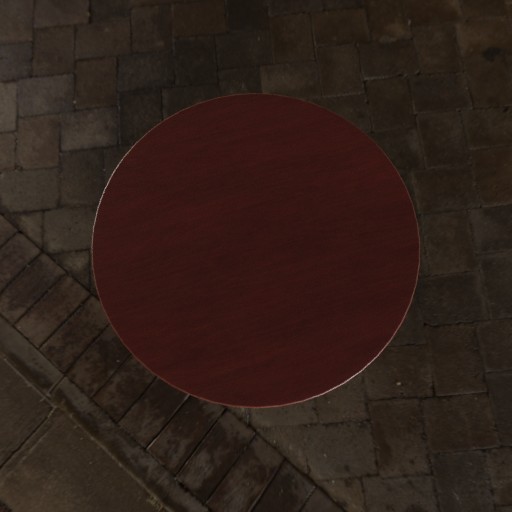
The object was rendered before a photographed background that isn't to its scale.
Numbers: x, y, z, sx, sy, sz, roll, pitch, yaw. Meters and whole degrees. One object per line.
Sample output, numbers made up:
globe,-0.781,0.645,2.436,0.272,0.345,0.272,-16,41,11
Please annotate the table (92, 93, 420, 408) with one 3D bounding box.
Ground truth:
table,0.000,0.000,1.619,1.029,0.486,1.029,0,75,0
